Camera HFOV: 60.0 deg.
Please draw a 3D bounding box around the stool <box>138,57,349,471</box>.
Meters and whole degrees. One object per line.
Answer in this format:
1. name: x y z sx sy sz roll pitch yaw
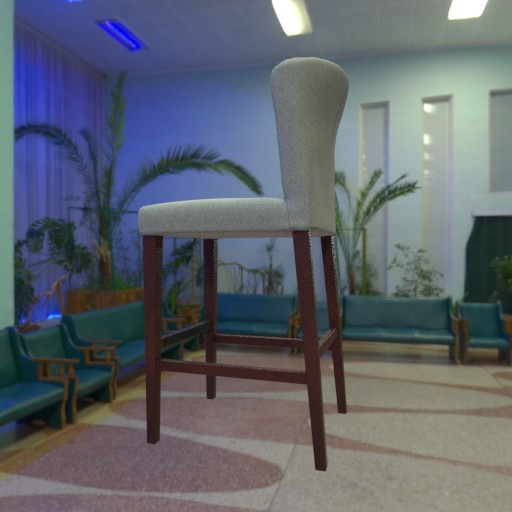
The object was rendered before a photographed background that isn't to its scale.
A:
1. stool: 0.000 0.000 1.387 0.568 1.069 0.479 0 0 18
